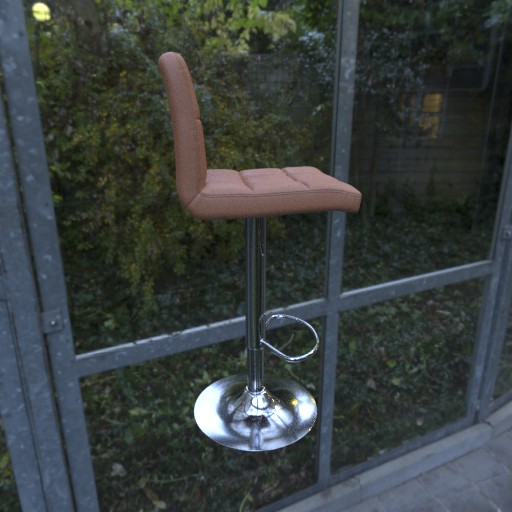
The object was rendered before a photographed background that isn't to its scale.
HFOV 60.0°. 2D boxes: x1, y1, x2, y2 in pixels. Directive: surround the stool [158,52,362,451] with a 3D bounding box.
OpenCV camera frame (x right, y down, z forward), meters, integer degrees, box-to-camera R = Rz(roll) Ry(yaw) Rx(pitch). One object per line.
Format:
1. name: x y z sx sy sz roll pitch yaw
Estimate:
1. stool: 0.000 0.000 1.374 0.505 1.115 0.430 -2 18 -7
